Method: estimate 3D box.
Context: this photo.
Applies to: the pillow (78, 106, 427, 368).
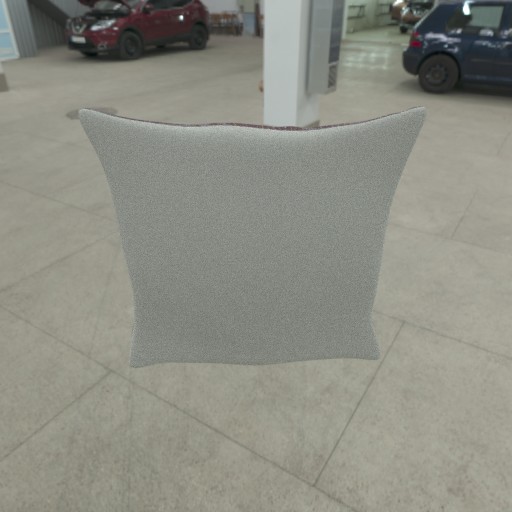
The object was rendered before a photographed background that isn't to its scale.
[{"bbox_3d":[0.000,0.000,0.784,0.514,0.513,0.163,-1,31,-2],"label":"pillow"}]
